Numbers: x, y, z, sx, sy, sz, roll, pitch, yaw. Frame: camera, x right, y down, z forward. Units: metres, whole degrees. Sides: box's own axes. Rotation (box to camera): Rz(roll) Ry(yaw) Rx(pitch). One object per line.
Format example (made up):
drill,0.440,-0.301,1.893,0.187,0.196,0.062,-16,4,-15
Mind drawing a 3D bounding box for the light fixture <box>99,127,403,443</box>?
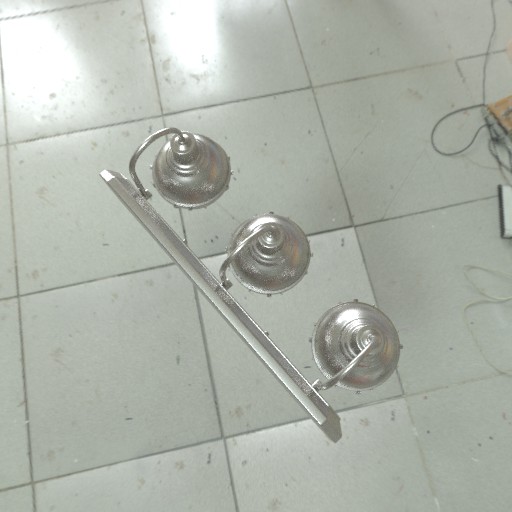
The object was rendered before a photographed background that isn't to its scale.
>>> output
light fixture,0.000,0.000,0.795,0.229,0.254,0.634,-41,78,-10
